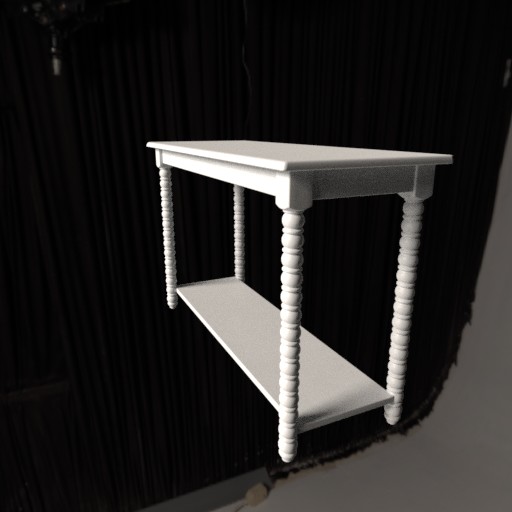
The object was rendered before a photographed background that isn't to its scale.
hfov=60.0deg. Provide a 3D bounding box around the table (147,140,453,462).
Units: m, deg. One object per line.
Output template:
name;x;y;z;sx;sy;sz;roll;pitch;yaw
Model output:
table;0.000;0.000;1.543;0.459;0.740;1.184;-8;18;-24
